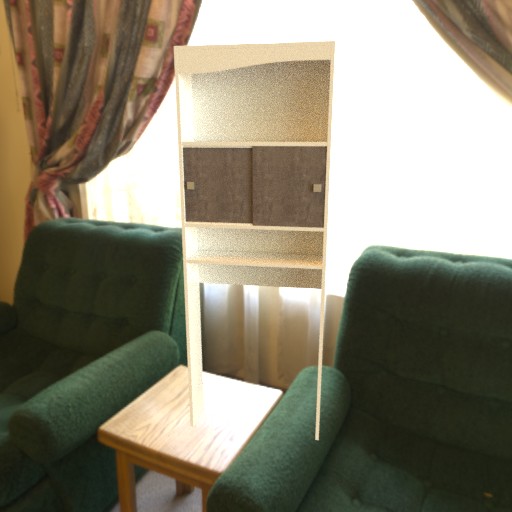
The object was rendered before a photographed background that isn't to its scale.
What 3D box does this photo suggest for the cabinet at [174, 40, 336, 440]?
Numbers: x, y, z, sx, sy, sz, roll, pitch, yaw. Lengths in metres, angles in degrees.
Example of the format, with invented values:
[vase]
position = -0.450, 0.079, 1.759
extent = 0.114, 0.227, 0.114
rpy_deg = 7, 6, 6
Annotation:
[cabinet]
position = 0.000, 0.000, 2.049
extent = 0.643, 1.770, 0.192
rpy_deg = 2, 15, 9
